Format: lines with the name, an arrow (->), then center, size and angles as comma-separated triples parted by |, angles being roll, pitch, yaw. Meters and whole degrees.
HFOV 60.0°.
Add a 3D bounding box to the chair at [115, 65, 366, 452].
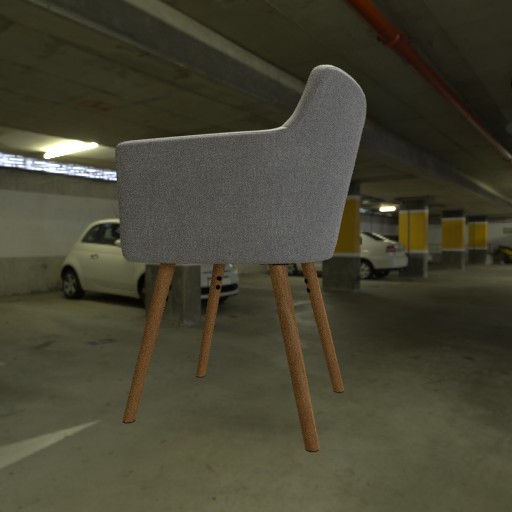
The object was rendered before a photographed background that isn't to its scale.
chair -> 0.000, 0.000, 1.136 | 0.540, 0.780, 0.570 | 1, 2, 19
